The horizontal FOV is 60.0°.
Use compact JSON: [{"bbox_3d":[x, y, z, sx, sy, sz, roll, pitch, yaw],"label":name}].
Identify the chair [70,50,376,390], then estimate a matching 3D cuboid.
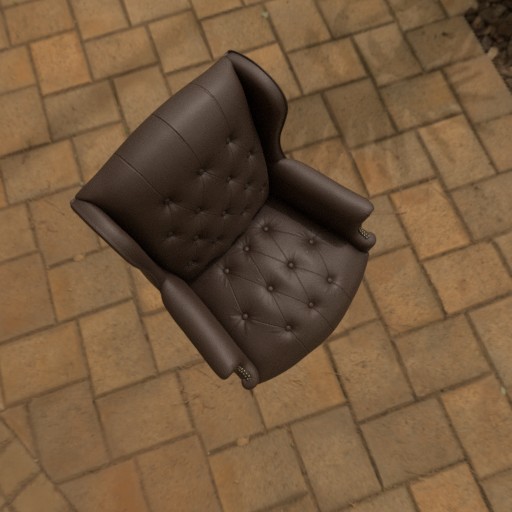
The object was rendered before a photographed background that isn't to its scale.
[{"bbox_3d":[0.000,0.000,1.686,0.819,1.132,0.829,40,79,10],"label":"chair"}]
